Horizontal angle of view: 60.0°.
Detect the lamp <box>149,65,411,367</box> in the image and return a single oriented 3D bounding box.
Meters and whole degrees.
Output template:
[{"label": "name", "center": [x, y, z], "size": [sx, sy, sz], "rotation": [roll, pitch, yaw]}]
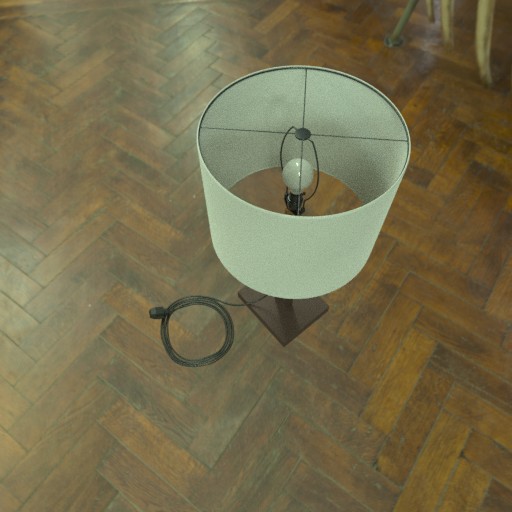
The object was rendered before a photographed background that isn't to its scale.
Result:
[{"label": "lamp", "center": [0.000, 0.000, 1.005], "size": [0.525, 0.668, 0.396], "rotation": [-35, 65, -19]}]
